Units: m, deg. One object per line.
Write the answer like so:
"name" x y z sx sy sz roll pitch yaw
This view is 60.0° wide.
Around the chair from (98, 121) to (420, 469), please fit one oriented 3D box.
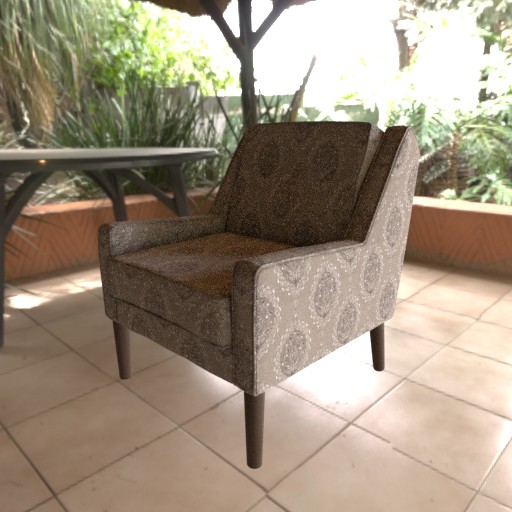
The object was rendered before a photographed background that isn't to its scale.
"chair" 0.000 0.000 1.356 0.665 0.797 0.750 14 21 41
